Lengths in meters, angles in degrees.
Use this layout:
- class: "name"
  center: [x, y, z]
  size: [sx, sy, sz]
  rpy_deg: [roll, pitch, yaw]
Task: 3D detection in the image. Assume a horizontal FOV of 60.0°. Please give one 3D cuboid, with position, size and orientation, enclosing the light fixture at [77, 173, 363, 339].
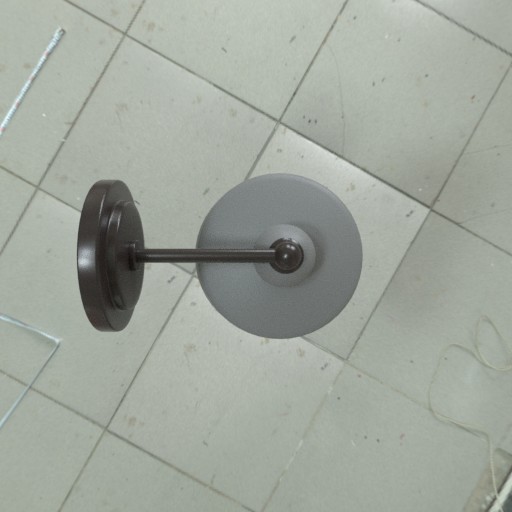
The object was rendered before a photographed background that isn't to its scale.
- class: "light fixture"
  center: [0.000, 0.000, 0.444]
  size: [0.254, 0.268, 0.204]
  rpy_deg: [0, 90, -1]
